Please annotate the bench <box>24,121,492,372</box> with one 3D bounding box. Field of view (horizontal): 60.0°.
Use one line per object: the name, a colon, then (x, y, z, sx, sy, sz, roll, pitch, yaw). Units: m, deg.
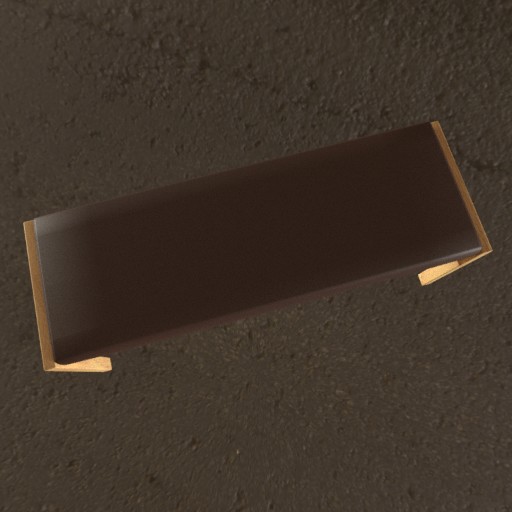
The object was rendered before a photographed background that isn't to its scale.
bench: (0.000, 0.000, 1.390, 1.200, 0.480, 0.405, -15, 76, -4)
